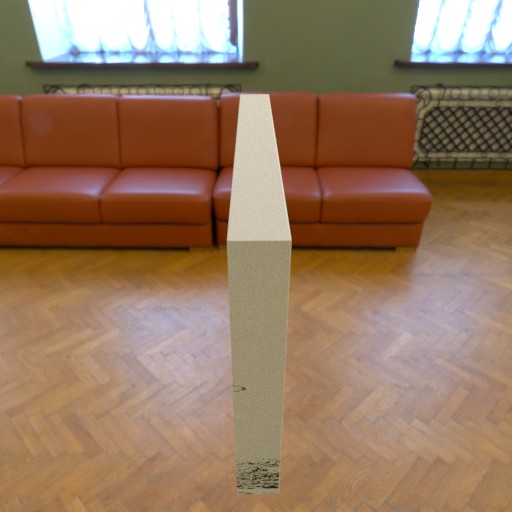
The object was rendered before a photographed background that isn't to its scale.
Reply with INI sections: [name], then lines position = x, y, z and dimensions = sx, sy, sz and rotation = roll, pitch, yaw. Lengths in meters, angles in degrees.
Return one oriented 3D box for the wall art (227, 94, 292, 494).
[wall art]
position = 0.000, 0.000, 0.485
dimensions = 0.038, 0.259, 0.381
rotation = 0, 32, 0
